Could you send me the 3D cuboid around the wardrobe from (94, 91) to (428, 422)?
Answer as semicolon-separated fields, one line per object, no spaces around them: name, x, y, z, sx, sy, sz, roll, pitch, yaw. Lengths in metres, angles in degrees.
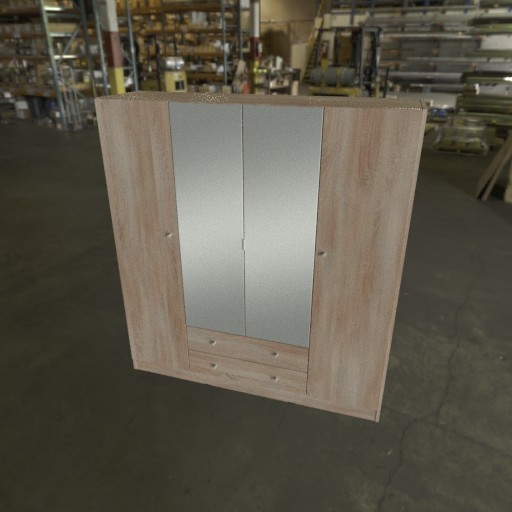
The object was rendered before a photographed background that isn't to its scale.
wardrobe;0.000;0.000;3.215;1.998;2.159;0.598;7;26;16
